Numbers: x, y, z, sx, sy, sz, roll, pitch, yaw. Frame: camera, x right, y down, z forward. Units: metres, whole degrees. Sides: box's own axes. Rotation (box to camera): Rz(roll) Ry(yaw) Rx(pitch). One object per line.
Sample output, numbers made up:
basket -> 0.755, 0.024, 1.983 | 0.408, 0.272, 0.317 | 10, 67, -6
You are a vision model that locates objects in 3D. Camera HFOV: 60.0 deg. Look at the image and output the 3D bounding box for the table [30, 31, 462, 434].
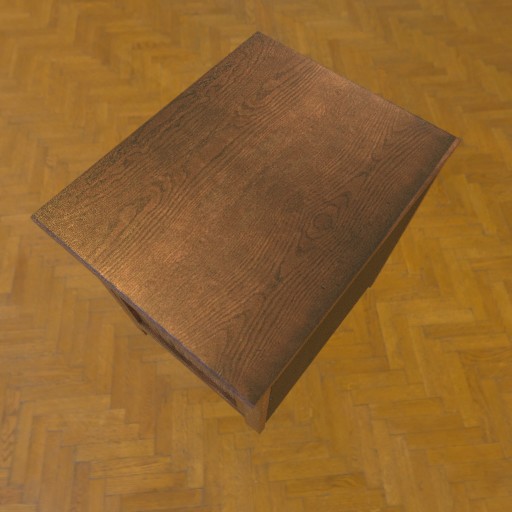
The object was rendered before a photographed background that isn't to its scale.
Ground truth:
table -> 0.000, 0.000, 1.008 | 0.461, 0.597, 0.586 | 36, 68, 17
